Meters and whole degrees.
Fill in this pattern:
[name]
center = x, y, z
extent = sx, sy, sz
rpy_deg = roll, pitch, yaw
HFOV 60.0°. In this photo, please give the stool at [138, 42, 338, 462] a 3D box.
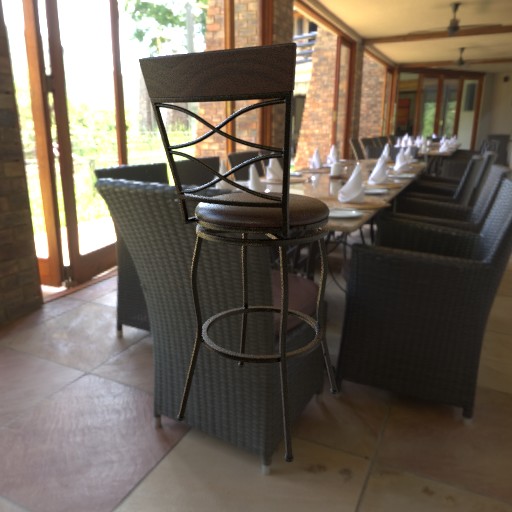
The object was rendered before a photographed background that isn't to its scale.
[stool]
center = 0.000, 0.000, 1.406
extent = 0.448, 1.130, 0.513
rpy_deg = 8, 18, 28
